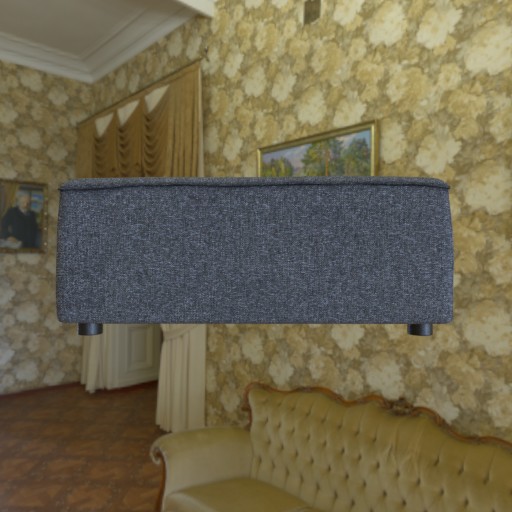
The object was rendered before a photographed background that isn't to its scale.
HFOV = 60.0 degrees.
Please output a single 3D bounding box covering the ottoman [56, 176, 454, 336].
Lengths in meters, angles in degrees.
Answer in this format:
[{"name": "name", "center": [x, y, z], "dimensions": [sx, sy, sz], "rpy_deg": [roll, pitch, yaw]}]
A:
[{"name": "ottoman", "center": [0.000, 0.000, 1.598], "dimensions": [1.017, 0.423, 1.021], "rpy_deg": [0, -1, 1]}]
